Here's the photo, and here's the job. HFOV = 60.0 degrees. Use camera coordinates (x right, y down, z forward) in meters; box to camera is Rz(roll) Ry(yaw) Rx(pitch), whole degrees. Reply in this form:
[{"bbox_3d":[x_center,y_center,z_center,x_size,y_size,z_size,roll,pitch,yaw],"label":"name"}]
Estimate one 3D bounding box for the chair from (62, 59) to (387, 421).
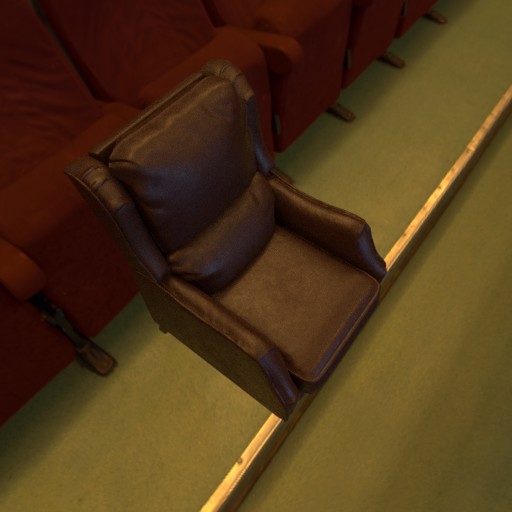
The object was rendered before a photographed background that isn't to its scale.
[{"bbox_3d":[0.000,0.000,1.789,0.982,1.132,0.770,33,63,19],"label":"chair"}]
